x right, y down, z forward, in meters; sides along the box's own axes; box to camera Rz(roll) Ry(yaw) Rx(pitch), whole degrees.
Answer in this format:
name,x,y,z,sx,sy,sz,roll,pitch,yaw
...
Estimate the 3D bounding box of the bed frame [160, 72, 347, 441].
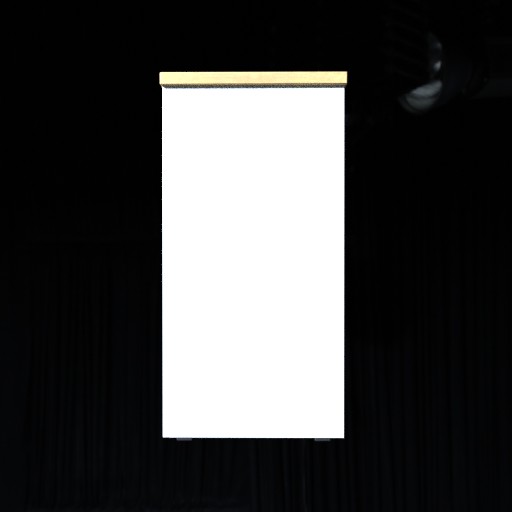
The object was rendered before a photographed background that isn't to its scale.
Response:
name,x,y,z,sx,sy,sz,roll,pitch,yaw
bed frame,0.000,0.000,1.667,0.430,0.850,1.300,0,0,1
